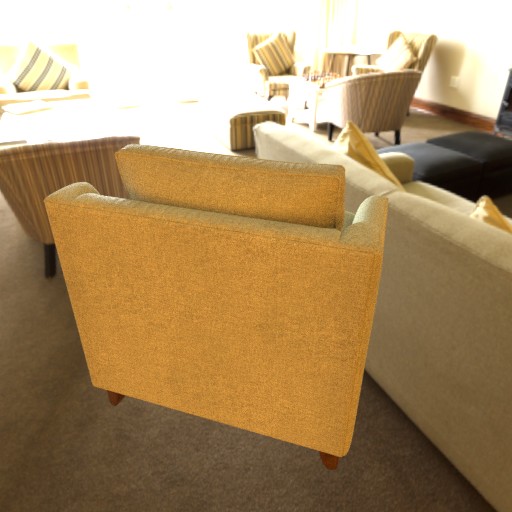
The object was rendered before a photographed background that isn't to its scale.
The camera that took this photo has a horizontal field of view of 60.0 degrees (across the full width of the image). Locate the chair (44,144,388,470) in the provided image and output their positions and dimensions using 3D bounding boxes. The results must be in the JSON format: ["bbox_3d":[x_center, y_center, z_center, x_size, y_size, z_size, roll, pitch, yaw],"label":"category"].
[{"bbox_3d":[0.000,0.000,1.530,0.838,0.864,0.918,10,32,16],"label":"chair"}]
